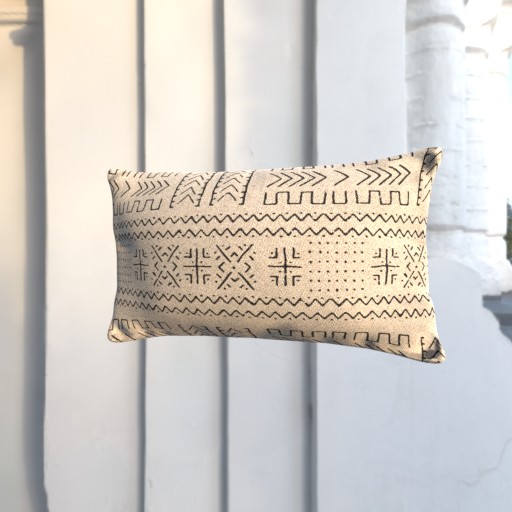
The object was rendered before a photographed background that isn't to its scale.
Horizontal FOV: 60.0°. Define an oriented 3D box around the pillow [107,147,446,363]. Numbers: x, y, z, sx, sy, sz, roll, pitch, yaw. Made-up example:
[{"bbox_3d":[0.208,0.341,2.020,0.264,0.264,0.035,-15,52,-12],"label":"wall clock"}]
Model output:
[{"bbox_3d":[0.000,0.000,0.800,0.637,0.352,0.188,0,0,17],"label":"pillow"}]
